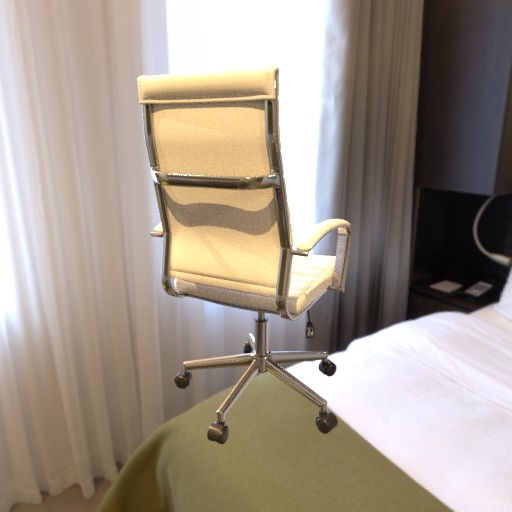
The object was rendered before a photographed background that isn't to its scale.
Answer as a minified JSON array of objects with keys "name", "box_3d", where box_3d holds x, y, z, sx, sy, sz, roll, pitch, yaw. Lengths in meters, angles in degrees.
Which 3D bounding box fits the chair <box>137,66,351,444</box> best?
[{"name":"chair","box_3d":[0.000,0.000,1.566,0.679,1.149,0.679,8,18,26]}]
